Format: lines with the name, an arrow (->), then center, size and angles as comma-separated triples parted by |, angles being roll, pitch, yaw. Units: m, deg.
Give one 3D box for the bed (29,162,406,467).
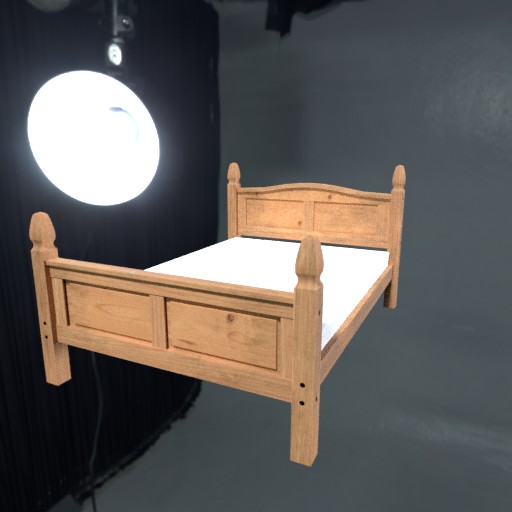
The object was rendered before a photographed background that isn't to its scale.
bed -> 0.000, 0.000, 2.829 | 1.490, 1.100, 2.069 | 6, 15, 25
